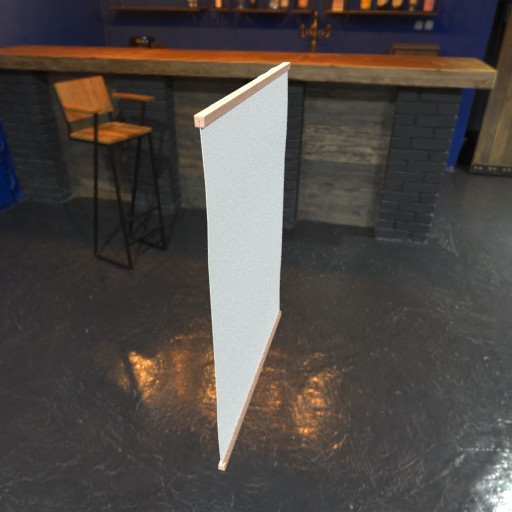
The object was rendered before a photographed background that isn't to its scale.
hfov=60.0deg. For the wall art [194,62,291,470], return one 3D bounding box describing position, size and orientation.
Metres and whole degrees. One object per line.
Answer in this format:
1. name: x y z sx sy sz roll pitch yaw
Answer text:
1. wall art: 0.000 0.000 1.347 0.020 1.013 0.758 8 31 13
